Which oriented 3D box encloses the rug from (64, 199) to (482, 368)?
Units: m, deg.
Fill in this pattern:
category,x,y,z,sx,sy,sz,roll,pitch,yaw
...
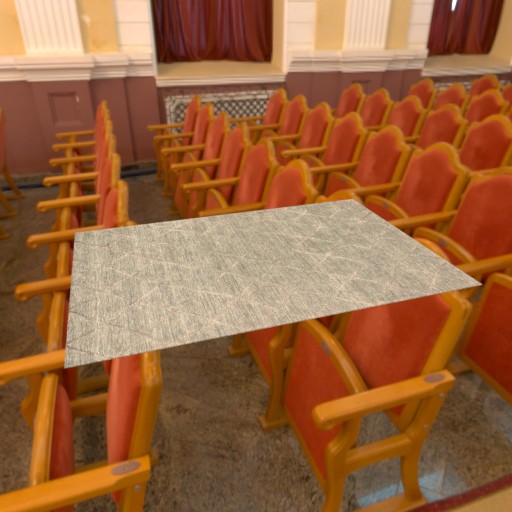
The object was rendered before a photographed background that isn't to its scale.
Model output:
category,x,y,z,sx,sy,sz,roll,pitch,yaw
rug,0.000,0.000,2.916,2.283,0.006,1.521,-9,29,-16
